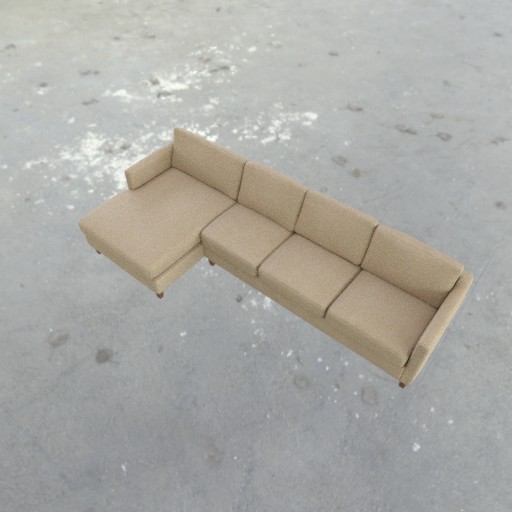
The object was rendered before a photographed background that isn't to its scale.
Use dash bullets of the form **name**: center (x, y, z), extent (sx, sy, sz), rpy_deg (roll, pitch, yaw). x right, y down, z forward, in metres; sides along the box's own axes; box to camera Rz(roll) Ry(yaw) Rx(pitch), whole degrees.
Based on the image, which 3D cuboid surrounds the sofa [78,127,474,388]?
- **sofa**: center (0.000, 0.000, 3.891), extent (3.201, 0.876, 1.502), rpy_deg (31, 55, 25)
